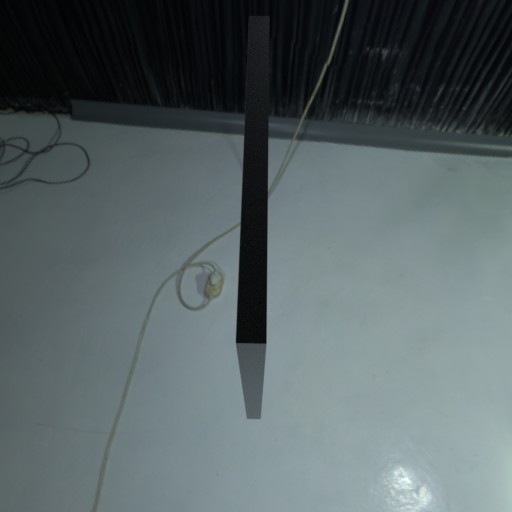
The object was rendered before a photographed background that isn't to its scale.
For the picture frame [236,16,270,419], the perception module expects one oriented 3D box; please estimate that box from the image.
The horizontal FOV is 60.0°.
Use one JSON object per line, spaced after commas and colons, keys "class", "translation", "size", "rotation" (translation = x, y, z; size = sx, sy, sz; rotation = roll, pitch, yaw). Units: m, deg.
{"class": "picture frame", "translation": [0.000, 0.000, 0.756], "size": [0.028, 0.556, 0.460], "rotation": [1, 63, 1]}
